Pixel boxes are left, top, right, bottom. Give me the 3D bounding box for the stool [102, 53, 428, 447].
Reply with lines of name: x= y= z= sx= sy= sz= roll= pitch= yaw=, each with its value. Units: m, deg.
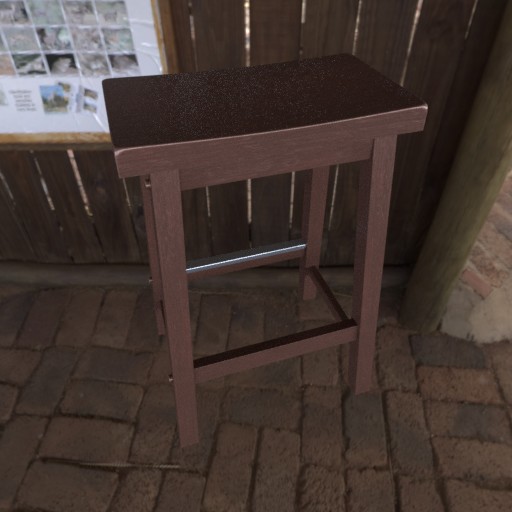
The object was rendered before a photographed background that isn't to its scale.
stool: x=0.000 y=0.000 z=0.816 sx=0.406 sy=0.610 sz=0.322 roll=-12 pitch=43 yaw=-13
